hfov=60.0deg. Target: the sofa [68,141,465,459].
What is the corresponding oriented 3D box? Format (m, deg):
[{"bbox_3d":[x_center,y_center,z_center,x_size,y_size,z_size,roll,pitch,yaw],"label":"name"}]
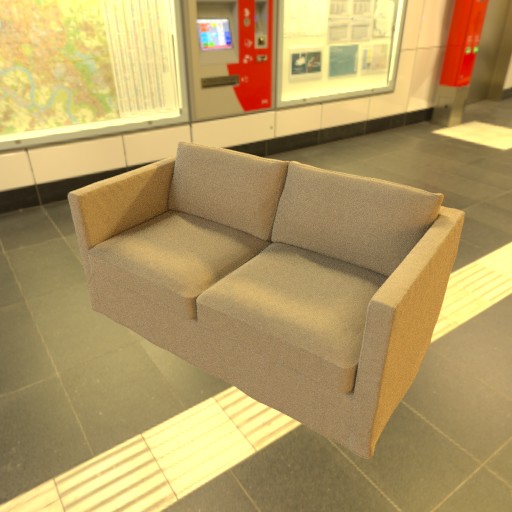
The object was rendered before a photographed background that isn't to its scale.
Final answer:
[{"bbox_3d":[0.000,0.000,2.249,1.719,0.835,0.962,19,35,30],"label":"sofa"}]
